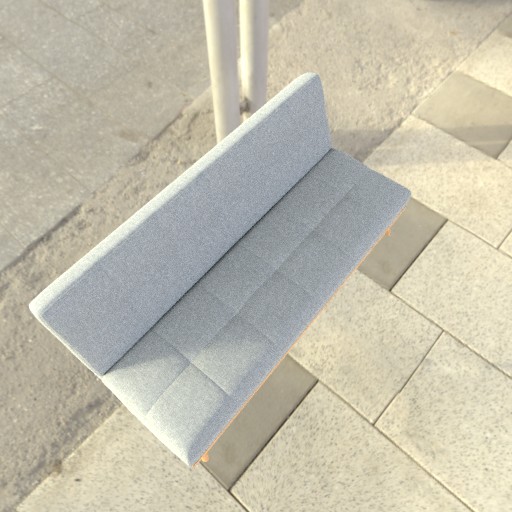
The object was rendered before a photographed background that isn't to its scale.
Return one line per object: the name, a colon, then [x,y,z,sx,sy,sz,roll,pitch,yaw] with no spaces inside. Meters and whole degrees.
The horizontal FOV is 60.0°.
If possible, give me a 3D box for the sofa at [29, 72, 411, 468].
sofa: [0.000,0.000,2.217,0.800,0.800,1.820,35,65,19]
